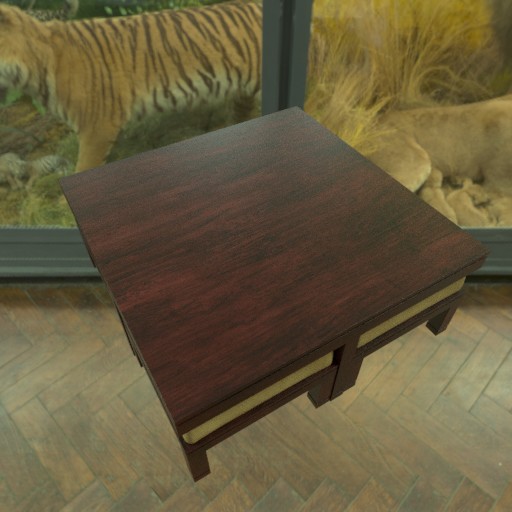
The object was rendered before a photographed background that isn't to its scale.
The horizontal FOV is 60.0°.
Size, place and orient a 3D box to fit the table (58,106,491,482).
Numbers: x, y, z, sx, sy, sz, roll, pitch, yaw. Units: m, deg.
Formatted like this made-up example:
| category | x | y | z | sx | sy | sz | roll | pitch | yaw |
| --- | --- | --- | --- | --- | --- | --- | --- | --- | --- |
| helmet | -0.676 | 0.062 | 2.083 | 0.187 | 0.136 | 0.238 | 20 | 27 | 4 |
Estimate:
| category | x | y | z | sx | sy | sz | roll | pitch | yaw |
| --- | --- | --- | --- | --- | --- | --- | --- | --- | --- |
| table | 0.000 | 0.000 | 1.350 | 0.865 | 0.356 | 0.865 | -23 | 51 | -21 |
